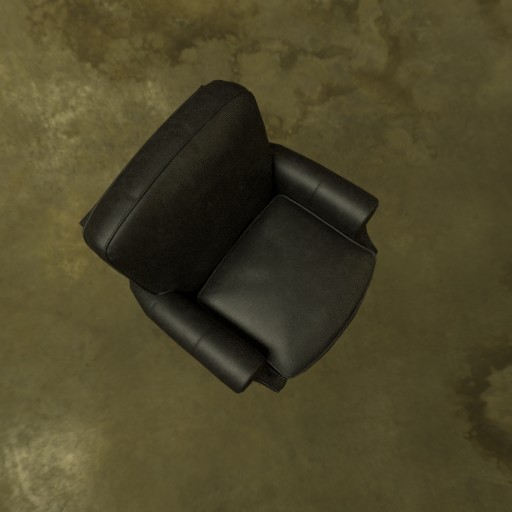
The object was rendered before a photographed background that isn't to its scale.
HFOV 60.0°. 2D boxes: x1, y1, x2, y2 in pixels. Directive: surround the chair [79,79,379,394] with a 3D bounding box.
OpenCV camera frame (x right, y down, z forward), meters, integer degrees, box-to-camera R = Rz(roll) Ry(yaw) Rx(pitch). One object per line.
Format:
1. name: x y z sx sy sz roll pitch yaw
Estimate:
1. chair: 0.000 0.000 1.802 0.986 1.018 0.936 36 79 8
